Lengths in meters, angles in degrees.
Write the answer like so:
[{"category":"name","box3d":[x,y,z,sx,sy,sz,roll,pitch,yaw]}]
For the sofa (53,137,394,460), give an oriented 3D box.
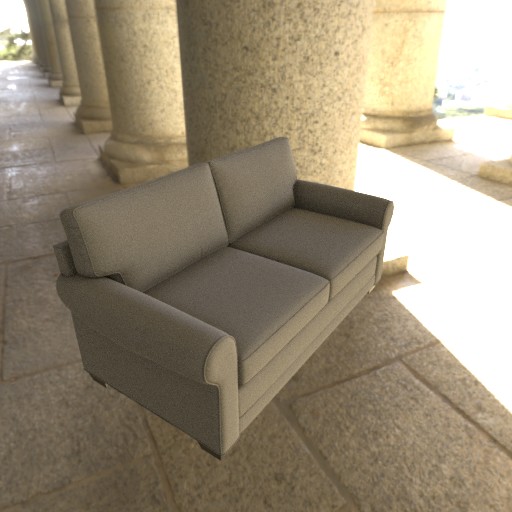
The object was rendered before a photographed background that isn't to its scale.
[{"category":"sofa","box3d":[0.000,0.000,2.439,0.940,0.952,1.930,18,32,31]}]
